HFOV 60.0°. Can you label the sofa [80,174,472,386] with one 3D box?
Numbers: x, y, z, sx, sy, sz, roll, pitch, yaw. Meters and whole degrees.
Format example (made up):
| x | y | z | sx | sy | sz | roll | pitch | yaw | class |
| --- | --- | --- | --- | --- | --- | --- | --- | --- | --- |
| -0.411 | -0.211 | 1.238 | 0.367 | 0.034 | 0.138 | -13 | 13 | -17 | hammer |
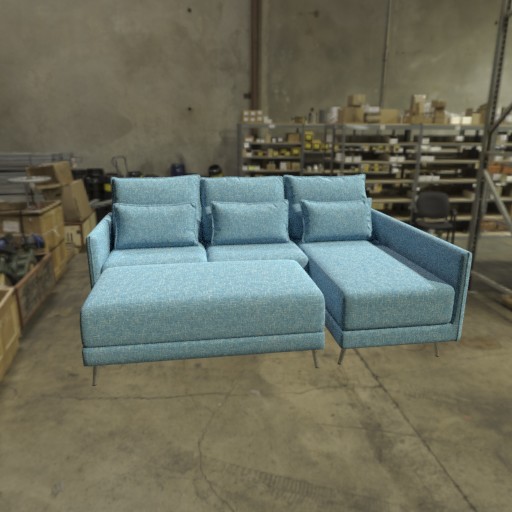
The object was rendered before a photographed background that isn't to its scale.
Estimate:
| x | y | z | sx | sy | sz | roll | pitch | yaw | class |
| --- | --- | --- | --- | --- | --- | --- | --- | --- | --- |
| 0.000 | 0.000 | 2.819 | 2.034 | 0.899 | 1.420 | -2 | 16 | -8 | sofa |
